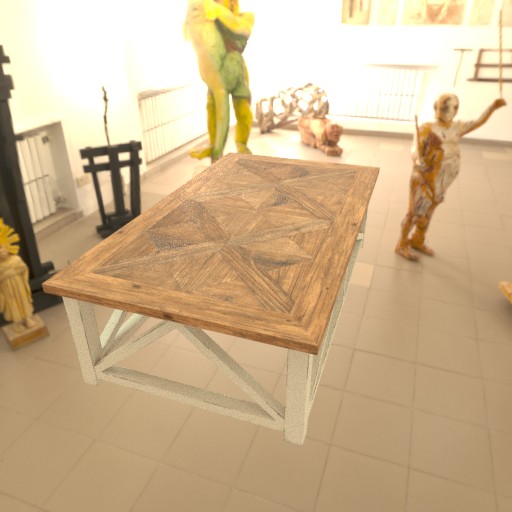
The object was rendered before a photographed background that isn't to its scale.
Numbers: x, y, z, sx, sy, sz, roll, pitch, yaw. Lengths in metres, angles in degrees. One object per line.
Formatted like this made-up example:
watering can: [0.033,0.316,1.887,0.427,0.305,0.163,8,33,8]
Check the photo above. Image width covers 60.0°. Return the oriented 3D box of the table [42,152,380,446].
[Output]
table: [0.000,0.000,1.821,0.800,0.410,1.400,10,31,17]
